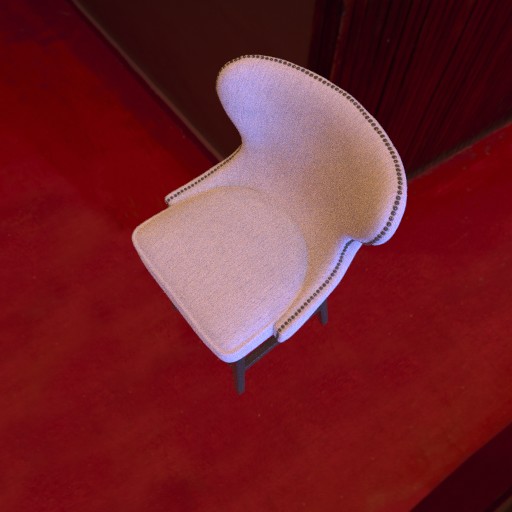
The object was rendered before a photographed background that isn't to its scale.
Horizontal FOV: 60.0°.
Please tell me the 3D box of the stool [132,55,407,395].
[{"bbox_3d":[0.000,0.000,1.391,0.597,0.972,0.615,-36,68,-16],"label":"stool"}]
